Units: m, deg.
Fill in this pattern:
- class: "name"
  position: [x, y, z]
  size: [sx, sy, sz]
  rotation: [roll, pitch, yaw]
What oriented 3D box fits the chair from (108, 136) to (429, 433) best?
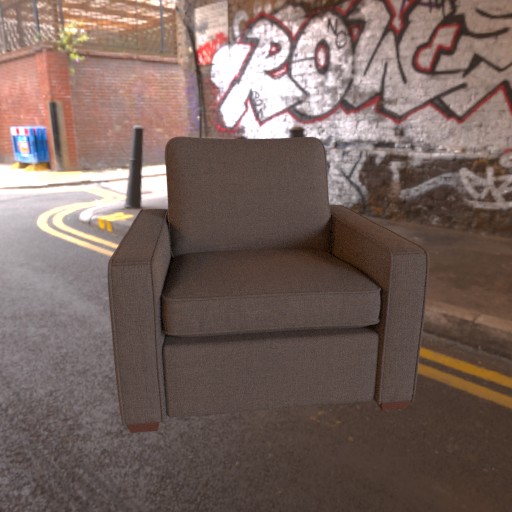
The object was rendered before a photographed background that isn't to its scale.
- class: "chair"
  position: [0.000, 0.000, 1.783]
  size: [1.017, 0.919, 0.940]
  rotation: [-2, 16, -8]
